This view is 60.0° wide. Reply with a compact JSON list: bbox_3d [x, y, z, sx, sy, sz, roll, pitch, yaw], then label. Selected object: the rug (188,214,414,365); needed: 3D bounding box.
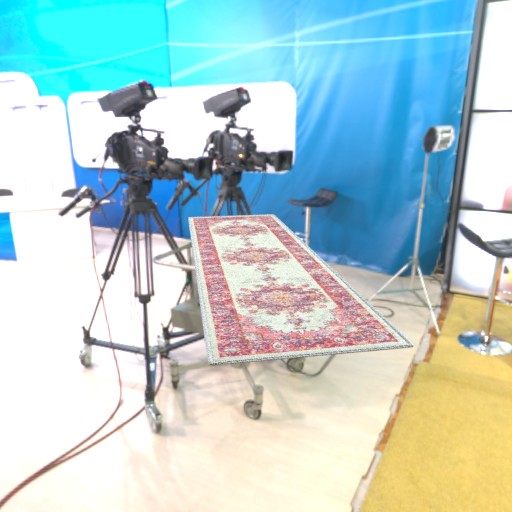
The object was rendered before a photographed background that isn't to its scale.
[{"bbox_3d":[0.000,0.000,2.019,0.562,0.009,1.824,-3,17,-9],"label":"rug"}]
